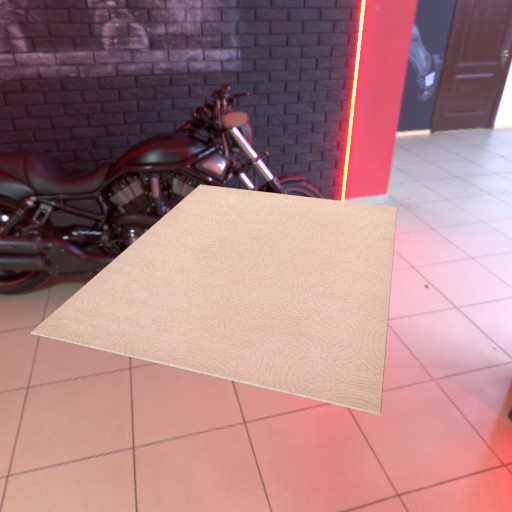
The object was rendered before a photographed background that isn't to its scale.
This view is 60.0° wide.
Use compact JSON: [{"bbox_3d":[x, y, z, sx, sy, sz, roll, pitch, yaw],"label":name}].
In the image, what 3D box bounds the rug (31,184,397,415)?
[{"bbox_3d":[0.000,0.000,3.496,2.073,0.011,2.584,9,31,15],"label":"rug"}]
